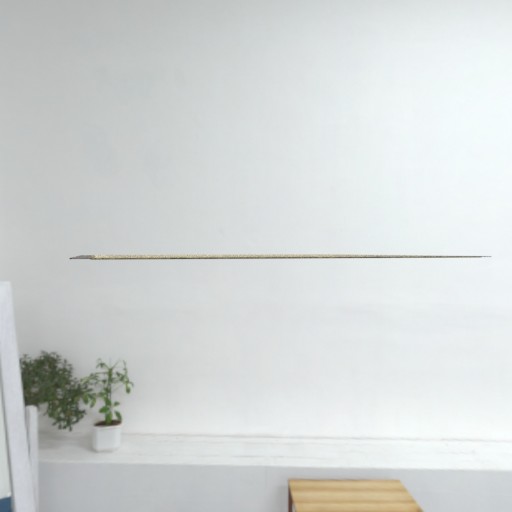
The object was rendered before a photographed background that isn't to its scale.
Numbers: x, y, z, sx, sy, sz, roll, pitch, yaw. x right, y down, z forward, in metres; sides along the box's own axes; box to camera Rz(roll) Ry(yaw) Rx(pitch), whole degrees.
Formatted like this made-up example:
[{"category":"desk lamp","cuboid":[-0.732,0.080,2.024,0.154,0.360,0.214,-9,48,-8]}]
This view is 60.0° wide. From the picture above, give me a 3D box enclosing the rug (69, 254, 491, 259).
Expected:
[{"category":"rug","cuboid":[0.000,0.000,4.091,3.056,0.010,2.437,0,1,-20]}]
